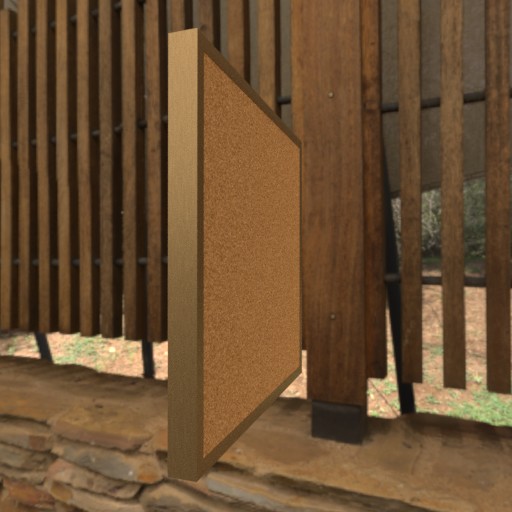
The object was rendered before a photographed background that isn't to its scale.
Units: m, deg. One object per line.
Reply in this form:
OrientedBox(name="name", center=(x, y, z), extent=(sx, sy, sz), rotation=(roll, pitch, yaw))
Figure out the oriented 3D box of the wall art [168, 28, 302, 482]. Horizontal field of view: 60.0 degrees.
OrientedBox(name="wall art", center=(0.000, 0.000, 0.743), extent=(0.037, 0.509, 0.510), rotation=(0, -1, 19))
